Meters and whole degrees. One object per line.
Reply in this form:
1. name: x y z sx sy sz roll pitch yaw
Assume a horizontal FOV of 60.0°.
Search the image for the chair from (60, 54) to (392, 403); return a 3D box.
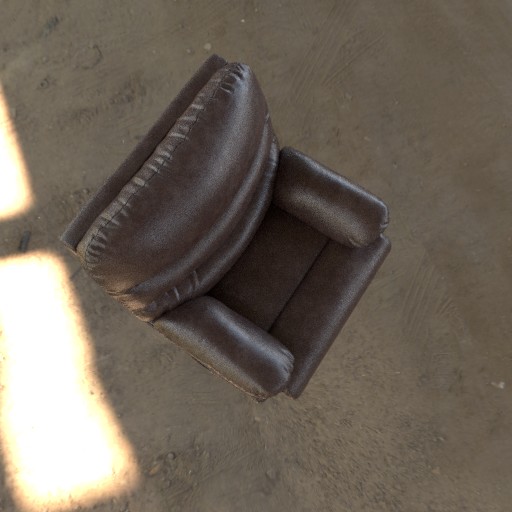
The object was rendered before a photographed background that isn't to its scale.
1. chair: 0.000 0.000 1.733 0.879 1.041 0.940 33 77 8
